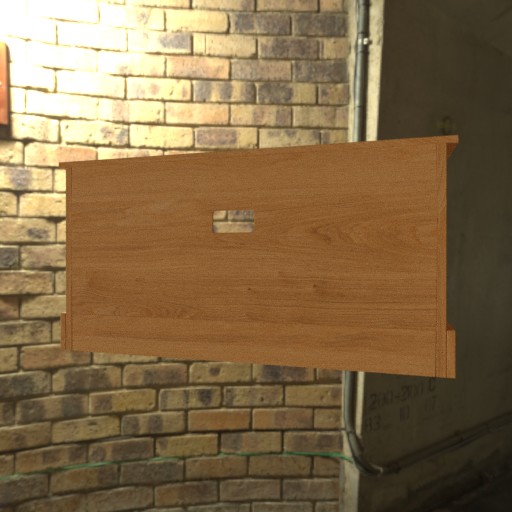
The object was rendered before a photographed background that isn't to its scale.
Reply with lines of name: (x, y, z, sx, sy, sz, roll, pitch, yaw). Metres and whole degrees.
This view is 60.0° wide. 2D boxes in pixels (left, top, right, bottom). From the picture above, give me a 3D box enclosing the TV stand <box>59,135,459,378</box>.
TV stand: (0.000, 0.000, 1.361, 1.080, 0.550, 0.440, 0, 0, 16)
